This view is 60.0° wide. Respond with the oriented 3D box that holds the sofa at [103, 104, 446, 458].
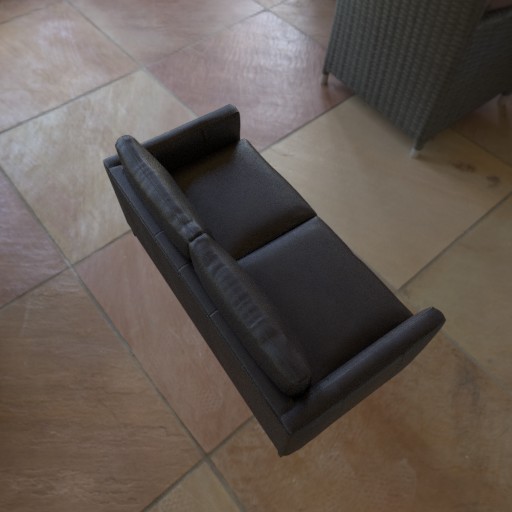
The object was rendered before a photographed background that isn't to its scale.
[{"bbox_3d":[0.000,0.000,2.400,0.947,0.883,1.805,-32,63,-19],"label":"sofa"}]
